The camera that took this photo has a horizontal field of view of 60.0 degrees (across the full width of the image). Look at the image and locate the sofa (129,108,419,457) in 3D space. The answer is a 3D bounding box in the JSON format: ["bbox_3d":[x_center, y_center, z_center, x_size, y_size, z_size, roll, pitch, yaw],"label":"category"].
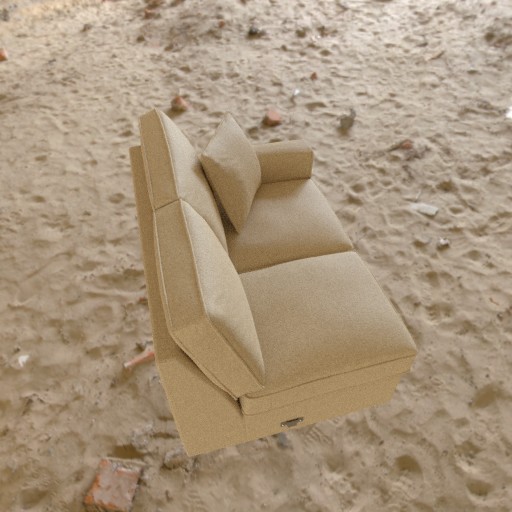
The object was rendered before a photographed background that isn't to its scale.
[{"bbox_3d":[0.000,0.000,2.095,0.991,0.989,1.388,-11,47,-10],"label":"sofa"}]
